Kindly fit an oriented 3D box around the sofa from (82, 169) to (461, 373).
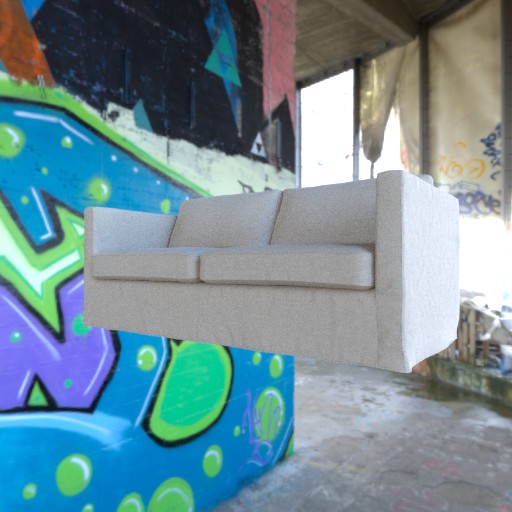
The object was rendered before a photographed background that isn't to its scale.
[{"bbox_3d":[0.000,0.000,2.467,1.959,0.835,0.962,-1,-1,36],"label":"sofa"}]
